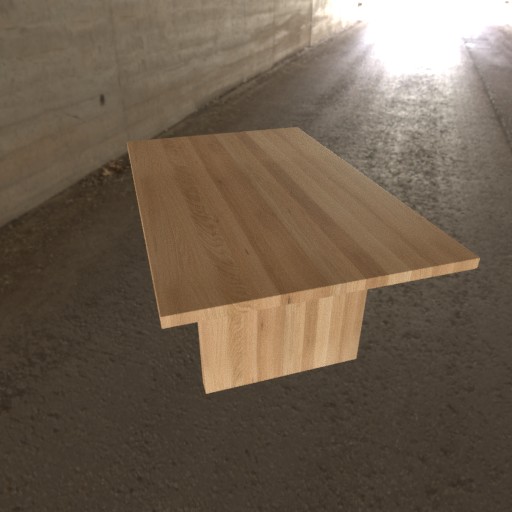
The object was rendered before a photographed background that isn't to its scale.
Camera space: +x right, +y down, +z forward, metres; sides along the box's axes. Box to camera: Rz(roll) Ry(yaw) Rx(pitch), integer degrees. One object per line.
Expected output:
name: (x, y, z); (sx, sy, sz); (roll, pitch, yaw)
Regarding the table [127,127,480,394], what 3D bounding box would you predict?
table: (0.000, 0.000, 1.472); (0.700, 0.510, 1.100); (-9, 33, -14)
